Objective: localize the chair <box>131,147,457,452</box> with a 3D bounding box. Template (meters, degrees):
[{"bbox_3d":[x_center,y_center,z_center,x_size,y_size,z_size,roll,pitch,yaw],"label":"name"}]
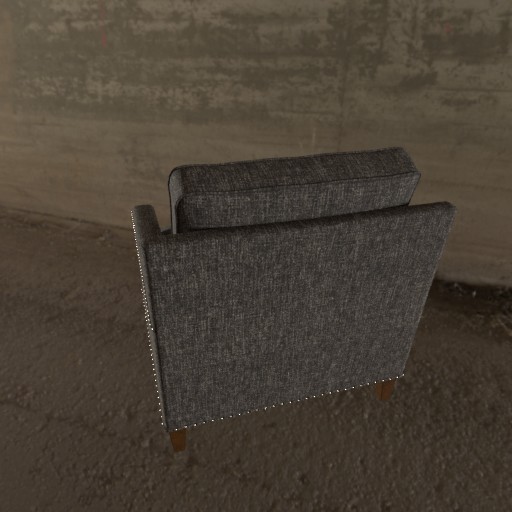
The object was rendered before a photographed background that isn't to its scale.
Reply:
[{"bbox_3d":[0.000,0.000,1.670,0.853,0.943,1.014,-8,28,-15],"label":"chair"}]
